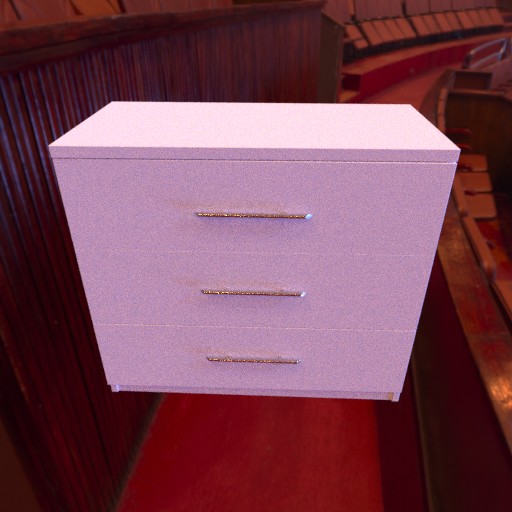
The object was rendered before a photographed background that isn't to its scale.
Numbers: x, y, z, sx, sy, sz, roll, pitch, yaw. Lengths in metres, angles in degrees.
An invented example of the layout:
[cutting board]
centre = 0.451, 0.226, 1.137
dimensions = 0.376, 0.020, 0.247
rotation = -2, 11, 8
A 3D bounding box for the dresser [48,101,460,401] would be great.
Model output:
[dresser]
centre = 0.000, 0.000, 1.244
dimensions = 0.830, 0.740, 0.420
rotation = 1, 31, 2
